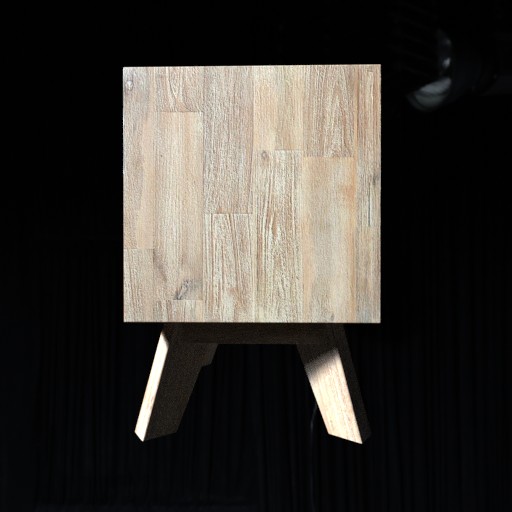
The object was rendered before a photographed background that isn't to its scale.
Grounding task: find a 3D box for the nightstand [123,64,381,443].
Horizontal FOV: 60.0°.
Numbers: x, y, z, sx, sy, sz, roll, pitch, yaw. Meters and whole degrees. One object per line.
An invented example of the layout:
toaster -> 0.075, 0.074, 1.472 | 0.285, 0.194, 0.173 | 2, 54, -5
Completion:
nightstand -> 0.000, 0.000, 0.959 | 0.396, 0.589, 0.552 | 0, 0, 1
